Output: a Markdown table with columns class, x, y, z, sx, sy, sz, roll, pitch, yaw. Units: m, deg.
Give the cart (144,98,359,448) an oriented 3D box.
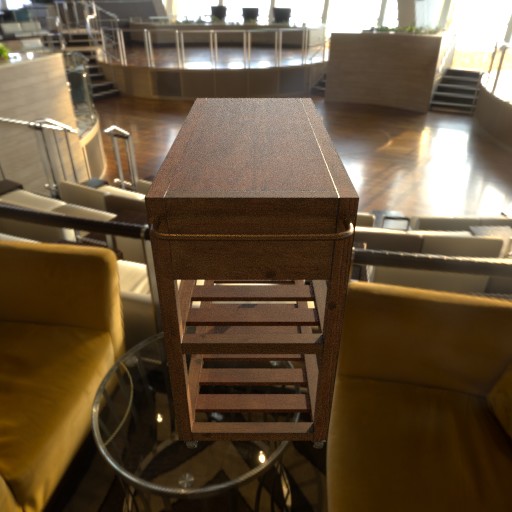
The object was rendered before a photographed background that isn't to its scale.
| class | x | y | z | sx | sy | sz | roll | pitch | yaw |
| --- | --- | --- | --- | --- | --- | --- | --- | --- | --- |
| cart | 0.000 | 0.000 | 1.489 | 0.445 | 0.830 | 1.065 | 0 | 31 | 0 |
